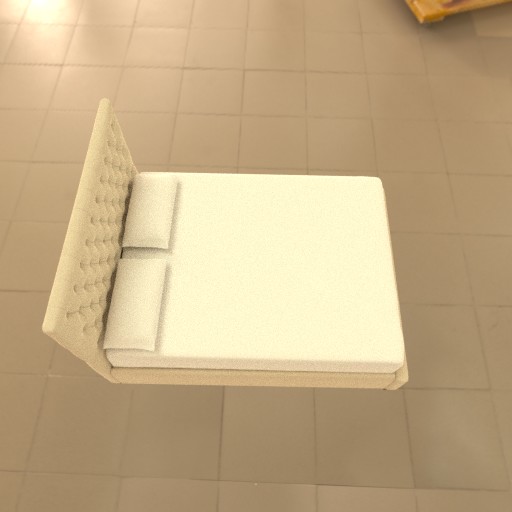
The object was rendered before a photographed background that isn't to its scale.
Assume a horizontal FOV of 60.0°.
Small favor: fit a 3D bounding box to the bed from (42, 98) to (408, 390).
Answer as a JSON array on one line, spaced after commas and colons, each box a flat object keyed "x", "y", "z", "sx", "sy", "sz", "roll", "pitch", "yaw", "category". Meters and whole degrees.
[{"x": 0.000, "y": 0.000, "z": 3.300, "sx": 2.233, "sy": 1.426, "sz": 1.696, "roll": 1, "pitch": 63, "yaw": 1, "category": "bed"}]
